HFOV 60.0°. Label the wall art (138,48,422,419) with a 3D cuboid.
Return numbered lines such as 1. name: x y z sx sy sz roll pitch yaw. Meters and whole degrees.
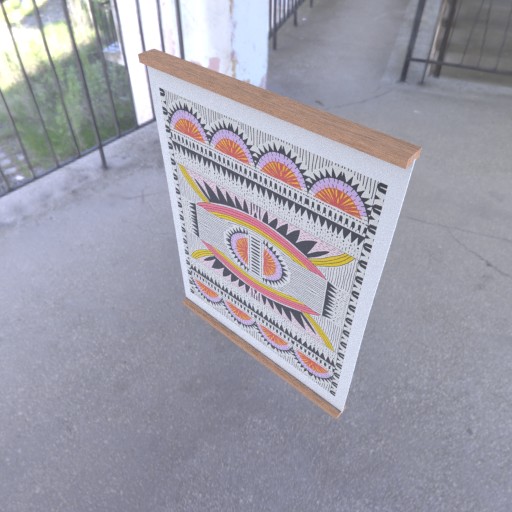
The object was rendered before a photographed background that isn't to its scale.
1. wall art: 0.000 0.000 0.697 0.403 0.527 0.028 31 52 28
